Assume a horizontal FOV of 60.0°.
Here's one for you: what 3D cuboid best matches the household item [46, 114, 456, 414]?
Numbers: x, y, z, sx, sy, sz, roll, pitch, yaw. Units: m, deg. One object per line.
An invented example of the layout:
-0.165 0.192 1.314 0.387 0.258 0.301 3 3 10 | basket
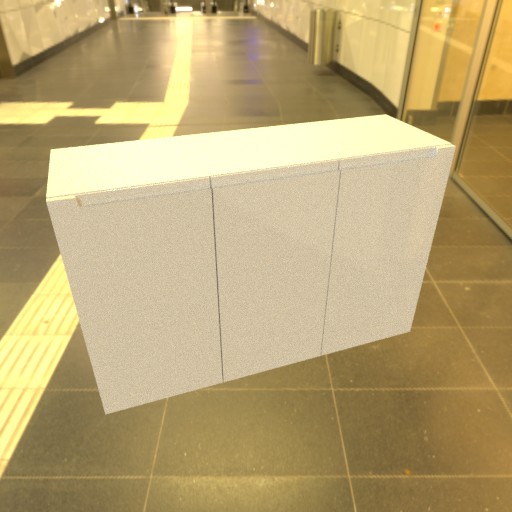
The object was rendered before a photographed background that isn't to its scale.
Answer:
0.000 0.000 1.726 1.300 0.867 0.420 -11 34 -17 | household item
